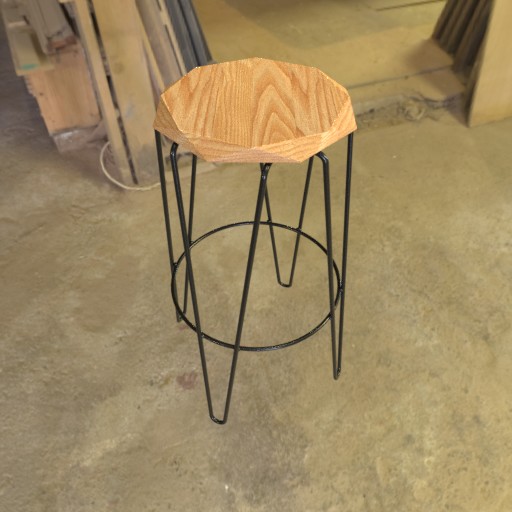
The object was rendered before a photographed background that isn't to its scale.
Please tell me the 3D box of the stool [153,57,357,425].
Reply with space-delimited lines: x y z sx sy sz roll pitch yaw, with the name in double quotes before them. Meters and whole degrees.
"stool" 0.000 0.000 0.810 0.326 0.610 0.326 -16 48 -15
